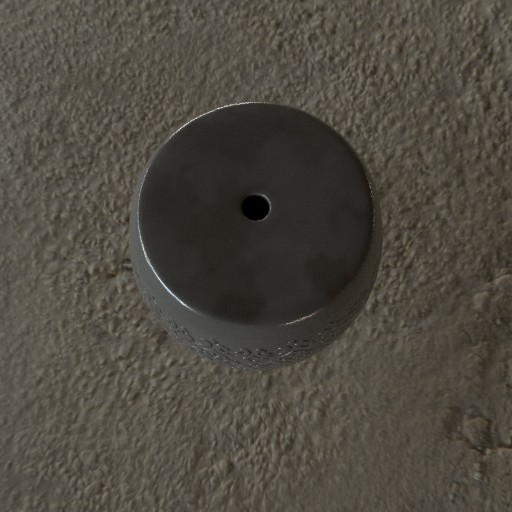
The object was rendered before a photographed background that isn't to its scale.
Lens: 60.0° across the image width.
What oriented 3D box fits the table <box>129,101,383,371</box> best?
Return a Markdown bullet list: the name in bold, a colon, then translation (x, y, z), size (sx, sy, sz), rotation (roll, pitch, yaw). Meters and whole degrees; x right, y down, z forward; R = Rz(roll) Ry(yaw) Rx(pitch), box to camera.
- **table**: translation (0.000, 0.000, 0.616), size (0.309, 0.397, 0.309), rotation (0, 76, 0)
